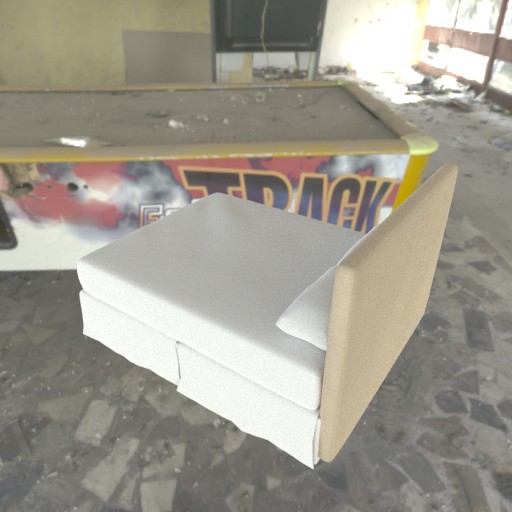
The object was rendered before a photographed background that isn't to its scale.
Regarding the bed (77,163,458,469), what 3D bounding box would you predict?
[{"bbox_3d":[0.000,0.000,3.194,2.142,1.330,1.723,20,36,30],"label":"bed"}]
